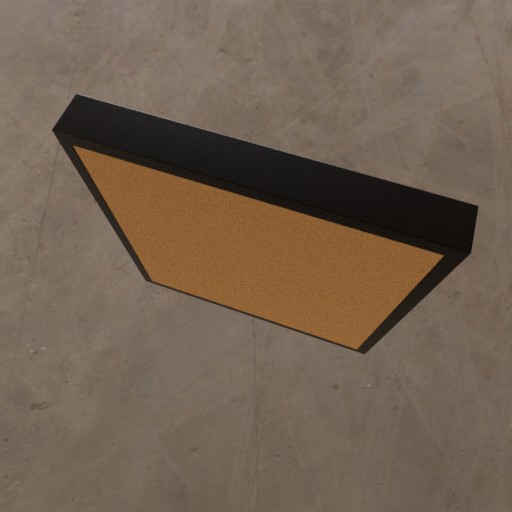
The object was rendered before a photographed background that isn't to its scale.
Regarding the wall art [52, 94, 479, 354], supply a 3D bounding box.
[{"bbox_3d":[0.000,0.000,0.442,0.299,0.299,0.037,18,67,8],"label":"wall art"}]
